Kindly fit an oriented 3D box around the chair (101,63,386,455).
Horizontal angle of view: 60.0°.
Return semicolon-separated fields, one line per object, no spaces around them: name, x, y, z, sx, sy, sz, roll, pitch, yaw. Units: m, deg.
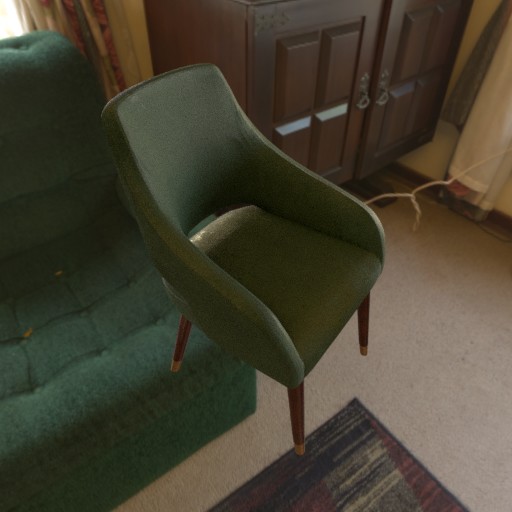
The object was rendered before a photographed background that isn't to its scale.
chair;0.000;0.000;1.553;0.794;1.081;0.683;25;47;26
